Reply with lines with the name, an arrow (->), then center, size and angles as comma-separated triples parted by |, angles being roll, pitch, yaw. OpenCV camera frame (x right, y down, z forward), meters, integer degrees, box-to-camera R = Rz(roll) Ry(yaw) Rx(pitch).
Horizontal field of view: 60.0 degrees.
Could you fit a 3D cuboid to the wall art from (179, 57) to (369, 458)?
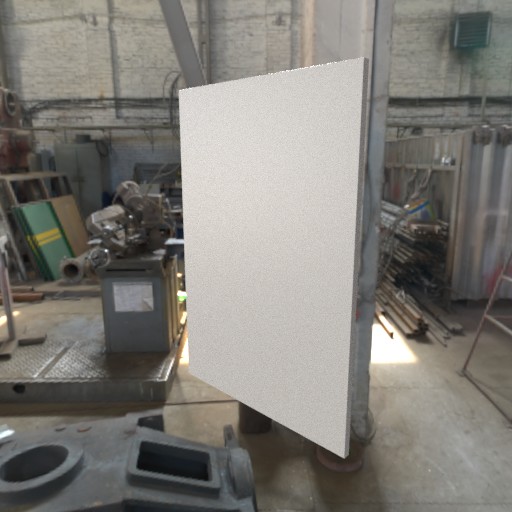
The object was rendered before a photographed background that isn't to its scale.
wall art -> 0.000, 0.000, 0.626 | 0.325, 0.474, 0.010 | 12, 17, 43
